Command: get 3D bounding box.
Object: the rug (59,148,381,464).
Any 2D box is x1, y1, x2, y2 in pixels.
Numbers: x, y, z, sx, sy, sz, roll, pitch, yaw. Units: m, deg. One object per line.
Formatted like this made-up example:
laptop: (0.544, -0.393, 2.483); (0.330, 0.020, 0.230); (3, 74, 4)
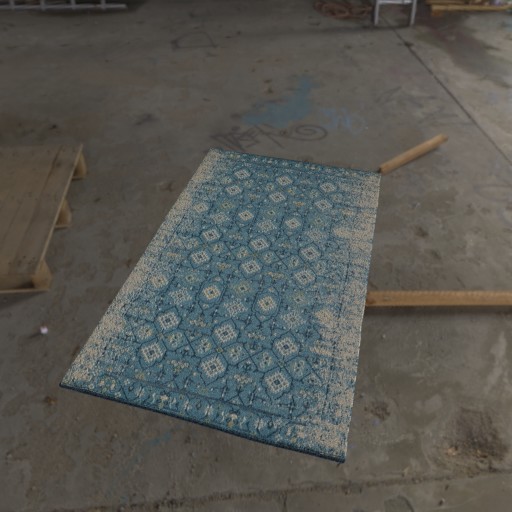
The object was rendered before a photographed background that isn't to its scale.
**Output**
rug: (0.000, 0.000, 3.040); (1.530, 0.015, 2.449); (11, 46, 11)
